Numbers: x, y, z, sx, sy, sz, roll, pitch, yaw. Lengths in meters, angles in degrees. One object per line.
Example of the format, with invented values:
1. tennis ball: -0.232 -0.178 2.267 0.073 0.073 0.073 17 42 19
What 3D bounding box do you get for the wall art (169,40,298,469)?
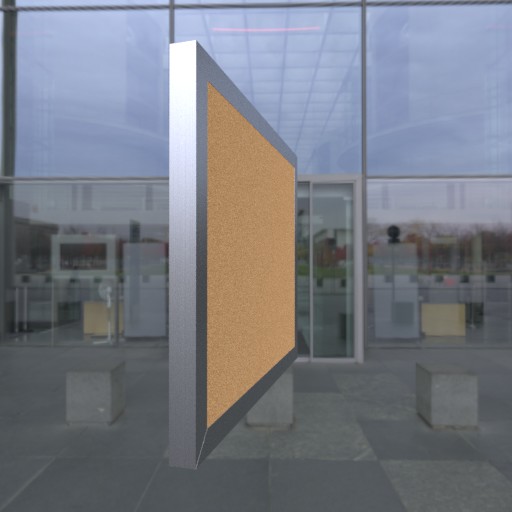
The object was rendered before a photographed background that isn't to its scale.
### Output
1. wall art: 0.000 0.000 0.742 0.032 0.456 0.557 0 -1 16
